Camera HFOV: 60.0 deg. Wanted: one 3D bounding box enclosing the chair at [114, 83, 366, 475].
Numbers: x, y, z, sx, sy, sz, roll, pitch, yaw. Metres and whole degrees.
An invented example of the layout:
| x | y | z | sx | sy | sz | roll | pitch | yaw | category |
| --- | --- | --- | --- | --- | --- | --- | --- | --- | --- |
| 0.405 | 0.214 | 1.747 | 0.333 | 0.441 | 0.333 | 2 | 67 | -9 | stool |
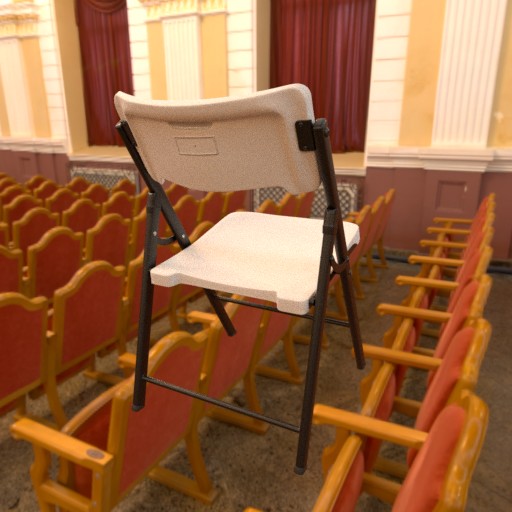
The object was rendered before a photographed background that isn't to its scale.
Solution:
| x | y | z | sx | sy | sz | roll | pitch | yaw | category |
| --- | --- | --- | --- | --- | --- | --- | --- | --- | --- |
| 0.000 | 0.000 | 1.116 | 0.482 | 0.765 | 0.577 | 9 | 19 | 27 | chair |
